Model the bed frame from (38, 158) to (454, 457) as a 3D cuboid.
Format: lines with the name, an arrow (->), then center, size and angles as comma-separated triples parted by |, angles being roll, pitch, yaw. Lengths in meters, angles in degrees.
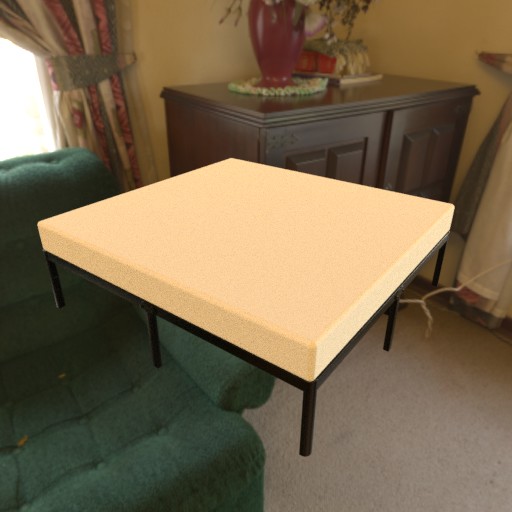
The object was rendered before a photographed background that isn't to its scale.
bed frame -> 0.000, 0.000, 3.129 | 2.079, 0.659, 1.963 | 19, 33, 32
